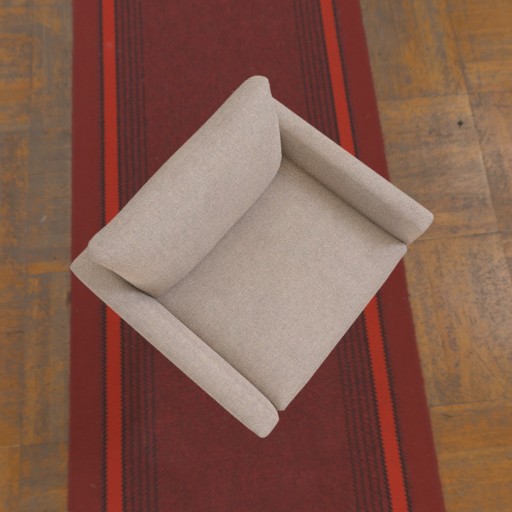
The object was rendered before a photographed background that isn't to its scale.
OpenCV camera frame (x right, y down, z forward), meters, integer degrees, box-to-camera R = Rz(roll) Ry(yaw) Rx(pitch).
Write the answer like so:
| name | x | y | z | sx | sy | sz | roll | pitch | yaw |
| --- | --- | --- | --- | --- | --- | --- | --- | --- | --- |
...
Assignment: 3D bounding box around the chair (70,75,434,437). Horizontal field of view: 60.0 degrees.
| name | x | y | z | sx | sy | sz | roll | pitch | yaw |
| --- | --- | --- | --- | --- | --- | --- | --- | --- | --- |
| chair | 0.000 | 0.000 | 1.676 | 0.866 | 0.861 | 0.963 | 39 | 79 | 9 |
